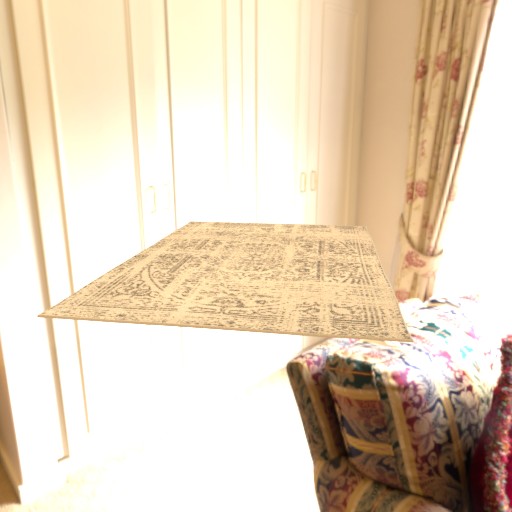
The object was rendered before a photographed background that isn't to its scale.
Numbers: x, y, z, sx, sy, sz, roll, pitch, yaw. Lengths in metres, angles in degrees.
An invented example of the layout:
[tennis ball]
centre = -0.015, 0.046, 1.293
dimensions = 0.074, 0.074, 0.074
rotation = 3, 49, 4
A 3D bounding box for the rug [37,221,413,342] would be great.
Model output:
[rug]
centre = 0.000, 0.000, 3.107
dimensions = 1.706, 0.026, 2.438
rotation = 2, 15, 9
